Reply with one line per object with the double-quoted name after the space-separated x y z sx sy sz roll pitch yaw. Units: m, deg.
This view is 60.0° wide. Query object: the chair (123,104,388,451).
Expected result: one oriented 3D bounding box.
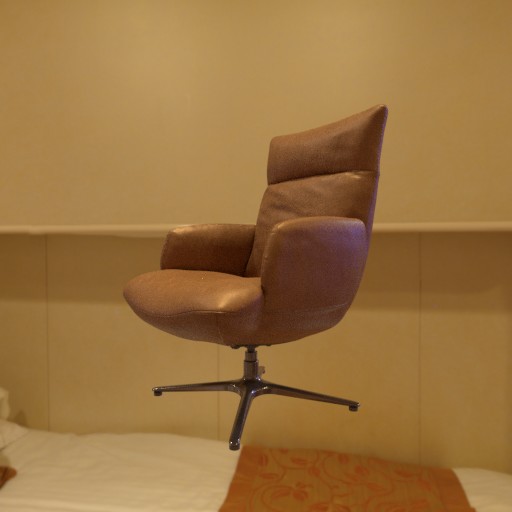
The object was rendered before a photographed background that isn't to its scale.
0.000 0.000 1.554 0.794 1.027 0.711 -1 2 -36 "chair"
